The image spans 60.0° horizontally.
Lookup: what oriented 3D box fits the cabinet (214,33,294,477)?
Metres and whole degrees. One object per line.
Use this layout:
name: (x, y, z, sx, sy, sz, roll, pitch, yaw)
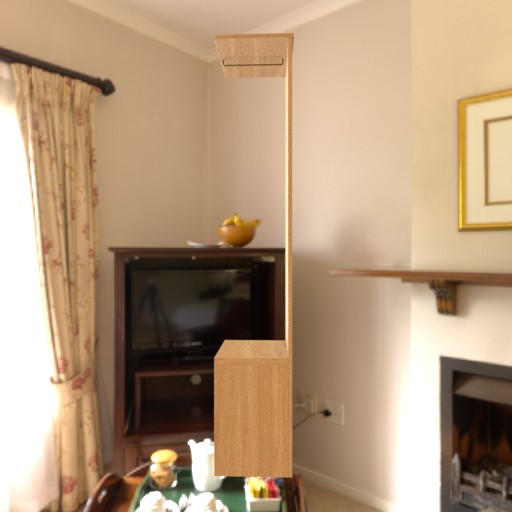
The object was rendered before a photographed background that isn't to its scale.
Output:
cabinet: (0.000, 0.000, 2.078, 0.338, 1.879, 0.411, 0, 0, 2)
